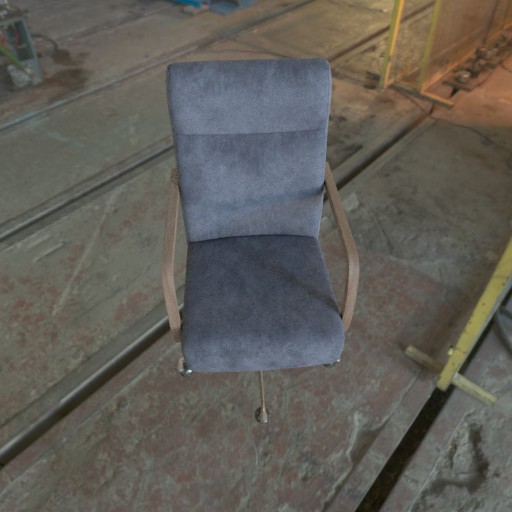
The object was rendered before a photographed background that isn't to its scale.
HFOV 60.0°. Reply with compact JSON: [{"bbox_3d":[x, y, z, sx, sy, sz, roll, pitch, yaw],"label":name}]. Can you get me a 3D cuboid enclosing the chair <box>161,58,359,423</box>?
[{"bbox_3d":[0.000,0.000,1.468,0.640,1.029,0.741,-3,46,-3],"label":"chair"}]
